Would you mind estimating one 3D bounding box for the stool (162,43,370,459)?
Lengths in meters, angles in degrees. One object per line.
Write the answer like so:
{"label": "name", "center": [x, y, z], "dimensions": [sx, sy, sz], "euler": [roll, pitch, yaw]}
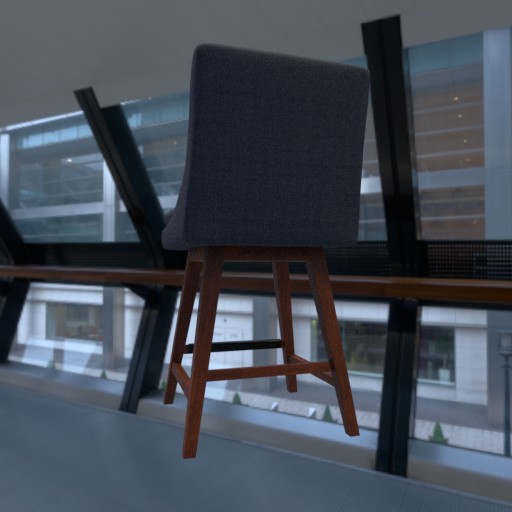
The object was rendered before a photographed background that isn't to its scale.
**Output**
{"label": "stool", "center": [0.000, 0.000, 1.209], "dimensions": [0.467, 0.895, 0.524], "euler": [0, -1, -18]}
